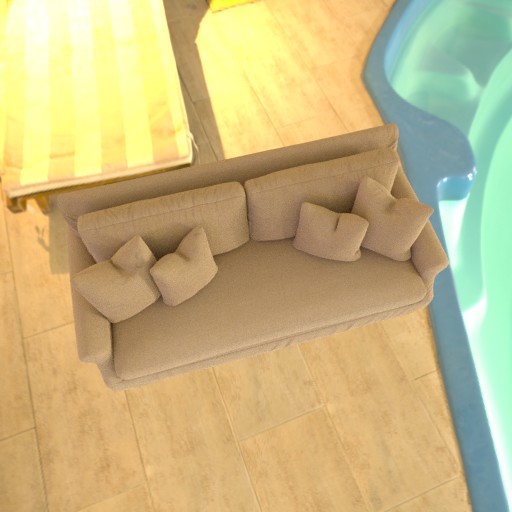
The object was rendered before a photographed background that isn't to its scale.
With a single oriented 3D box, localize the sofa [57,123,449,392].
[{"bbox_3d":[0.000,0.000,2.838,2.285,0.904,1.067,-14,64,-7],"label":"sofa"}]
